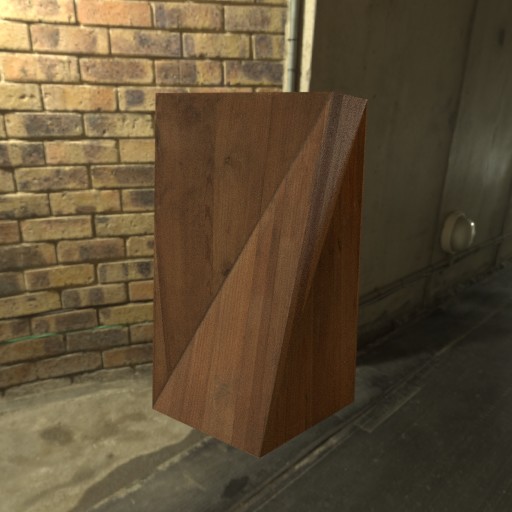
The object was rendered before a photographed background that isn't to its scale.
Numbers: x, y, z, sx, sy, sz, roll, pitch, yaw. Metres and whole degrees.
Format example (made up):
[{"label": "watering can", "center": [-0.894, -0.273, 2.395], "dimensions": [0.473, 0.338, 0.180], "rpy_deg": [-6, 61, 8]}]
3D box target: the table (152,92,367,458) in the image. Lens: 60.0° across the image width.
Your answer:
[{"label": "table", "center": [0.000, 0.000, 0.900], "dimensions": [0.425, 0.604, 0.441], "rpy_deg": [2, 17, 8]}]
